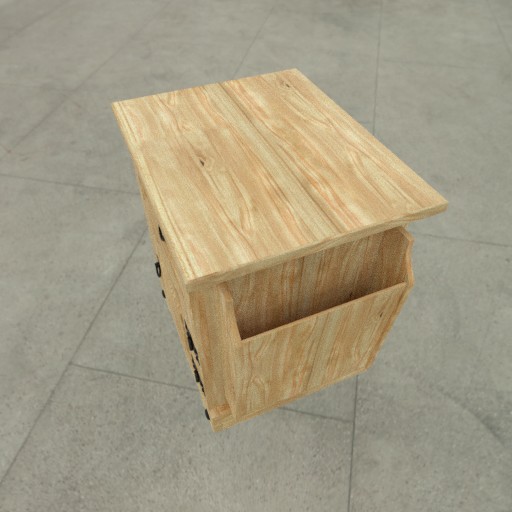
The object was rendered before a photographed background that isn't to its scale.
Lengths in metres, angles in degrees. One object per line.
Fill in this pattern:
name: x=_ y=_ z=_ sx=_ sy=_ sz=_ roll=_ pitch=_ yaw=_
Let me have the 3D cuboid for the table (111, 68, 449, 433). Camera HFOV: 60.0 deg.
table: x=0.000 y=0.000 z=0.896 sx=0.380 sy=0.515 sz=0.530 roll=-17 pitch=49 yaw=-16
